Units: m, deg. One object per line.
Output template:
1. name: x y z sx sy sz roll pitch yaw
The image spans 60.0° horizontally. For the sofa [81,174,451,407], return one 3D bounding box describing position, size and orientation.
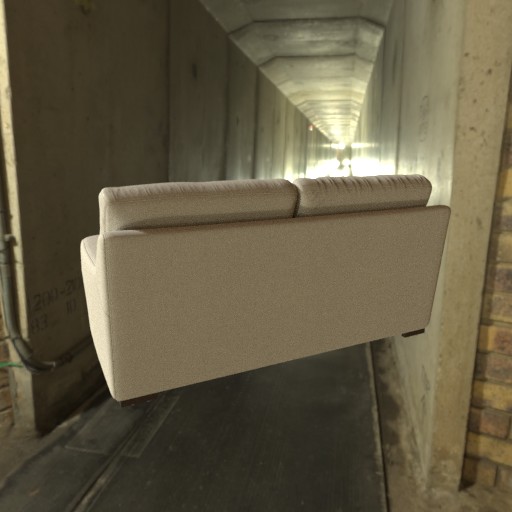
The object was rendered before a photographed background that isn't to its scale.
1. sofa: 0.000 0.000 2.560 1.880 0.940 1.143 -7 16 -25
